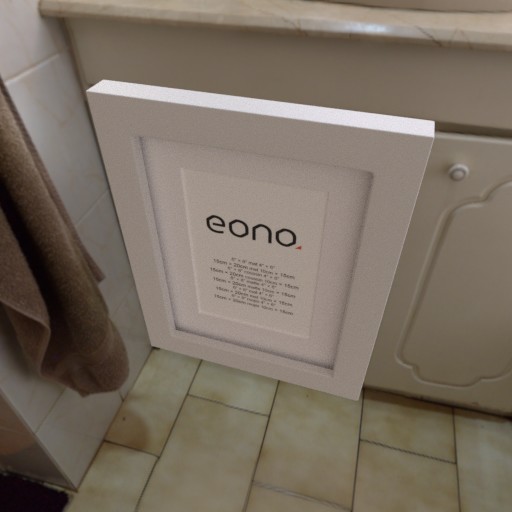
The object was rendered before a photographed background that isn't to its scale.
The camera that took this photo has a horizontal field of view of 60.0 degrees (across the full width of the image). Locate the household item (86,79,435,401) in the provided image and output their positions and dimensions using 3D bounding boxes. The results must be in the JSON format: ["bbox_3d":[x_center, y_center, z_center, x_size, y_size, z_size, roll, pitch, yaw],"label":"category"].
[{"bbox_3d":[0.000,0.000,0.342,0.200,0.250,0.045,12,43,13],"label":"household item"}]
